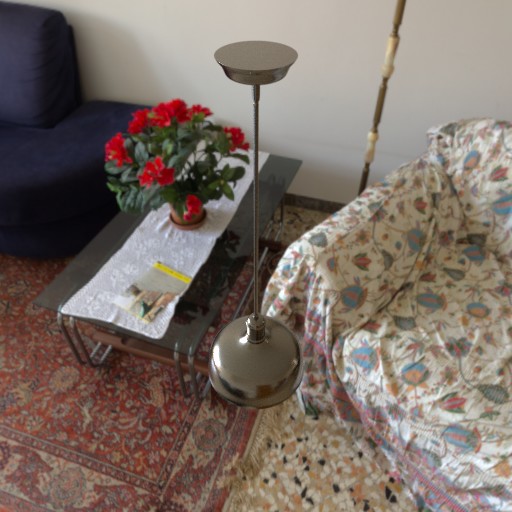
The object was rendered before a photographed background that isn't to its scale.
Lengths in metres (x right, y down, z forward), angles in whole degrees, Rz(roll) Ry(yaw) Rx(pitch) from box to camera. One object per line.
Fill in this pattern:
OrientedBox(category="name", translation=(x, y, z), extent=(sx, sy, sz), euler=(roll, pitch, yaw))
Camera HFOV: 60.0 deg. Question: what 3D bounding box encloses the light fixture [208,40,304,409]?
OrientedBox(category="light fixture", translation=(0.000, 0.000, 1.070), extent=(0.299, 0.935, 0.299), euler=(-12, 44, -13))
